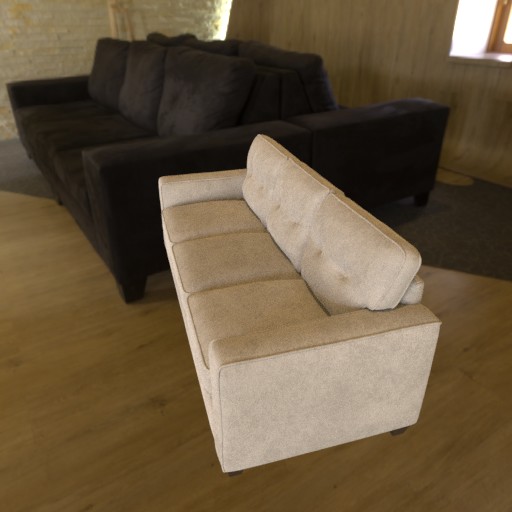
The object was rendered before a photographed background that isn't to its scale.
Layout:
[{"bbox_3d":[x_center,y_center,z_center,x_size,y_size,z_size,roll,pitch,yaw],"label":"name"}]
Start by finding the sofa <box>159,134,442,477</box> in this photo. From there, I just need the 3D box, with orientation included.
[{"bbox_3d":[0.000,0.000,2.597,0.939,0.965,2.133,-8,30,-14],"label":"sofa"}]
